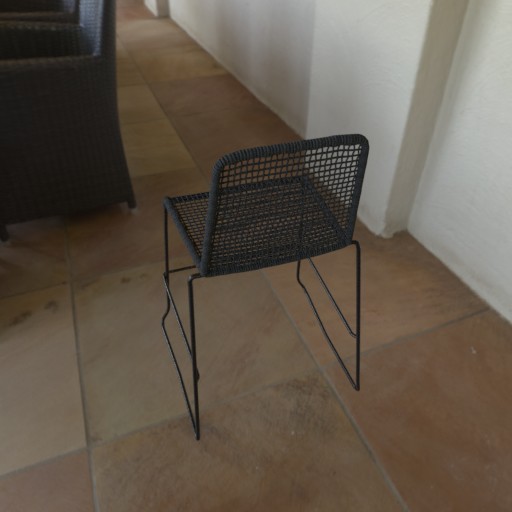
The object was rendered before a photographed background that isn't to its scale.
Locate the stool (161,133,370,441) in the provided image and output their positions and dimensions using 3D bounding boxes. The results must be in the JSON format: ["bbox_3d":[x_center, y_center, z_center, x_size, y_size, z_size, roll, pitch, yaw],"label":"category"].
[{"bbox_3d":[0.000,0.000,1.268,0.590,0.905,0.509,-12,41,-14],"label":"stool"}]
